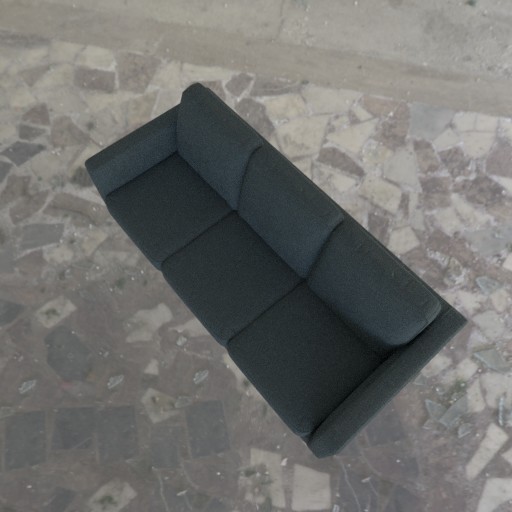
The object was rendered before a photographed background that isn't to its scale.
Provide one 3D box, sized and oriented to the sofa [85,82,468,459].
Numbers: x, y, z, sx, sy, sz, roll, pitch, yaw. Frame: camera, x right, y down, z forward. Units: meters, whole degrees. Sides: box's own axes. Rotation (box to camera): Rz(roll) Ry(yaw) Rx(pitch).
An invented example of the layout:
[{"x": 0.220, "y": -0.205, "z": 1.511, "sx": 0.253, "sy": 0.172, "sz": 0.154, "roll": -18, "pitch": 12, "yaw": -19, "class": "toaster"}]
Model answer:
[{"x": 0.000, "y": 0.000, "z": 2.505, "sx": 0.935, "sy": 0.945, "sz": 2.013, "roll": -38, "pitch": 70, "yaw": -17, "class": "sofa"}]
